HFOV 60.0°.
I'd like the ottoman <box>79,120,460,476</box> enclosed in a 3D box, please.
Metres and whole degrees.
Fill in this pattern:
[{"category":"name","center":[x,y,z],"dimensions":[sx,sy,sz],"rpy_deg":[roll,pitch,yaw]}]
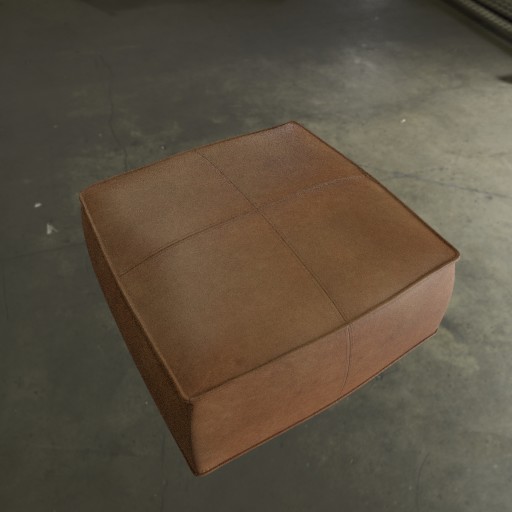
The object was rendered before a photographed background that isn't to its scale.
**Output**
[{"category":"ottoman","center":[0.000,0.000,1.369],"dimensions":[0.902,0.395,0.901],"rpy_deg":[-24,52,-20]}]
